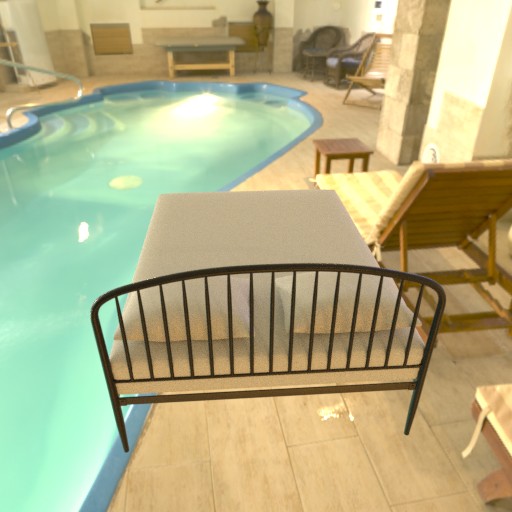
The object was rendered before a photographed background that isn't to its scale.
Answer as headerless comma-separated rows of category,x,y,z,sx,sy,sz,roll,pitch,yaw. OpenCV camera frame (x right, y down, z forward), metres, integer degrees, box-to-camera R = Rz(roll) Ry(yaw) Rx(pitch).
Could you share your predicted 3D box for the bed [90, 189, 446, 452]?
bed,0.000,0.000,3.092,1.618,1.166,2.159,-2,31,-3
